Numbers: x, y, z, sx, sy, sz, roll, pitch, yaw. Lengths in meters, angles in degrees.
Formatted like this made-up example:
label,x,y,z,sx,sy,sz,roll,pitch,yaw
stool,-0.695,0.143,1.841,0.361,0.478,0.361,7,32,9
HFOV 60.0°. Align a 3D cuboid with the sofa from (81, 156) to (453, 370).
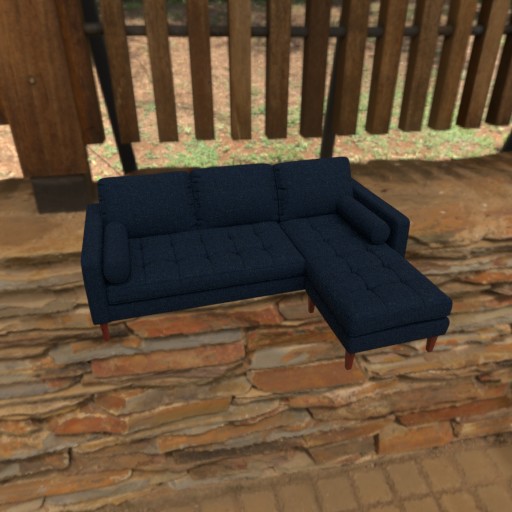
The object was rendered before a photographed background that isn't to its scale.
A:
label,x,y,z,sx,sy,sz,roll,pitch,yaw
sofa,0.000,0.000,2.964,2.185,0.841,1.613,-8,30,-14
